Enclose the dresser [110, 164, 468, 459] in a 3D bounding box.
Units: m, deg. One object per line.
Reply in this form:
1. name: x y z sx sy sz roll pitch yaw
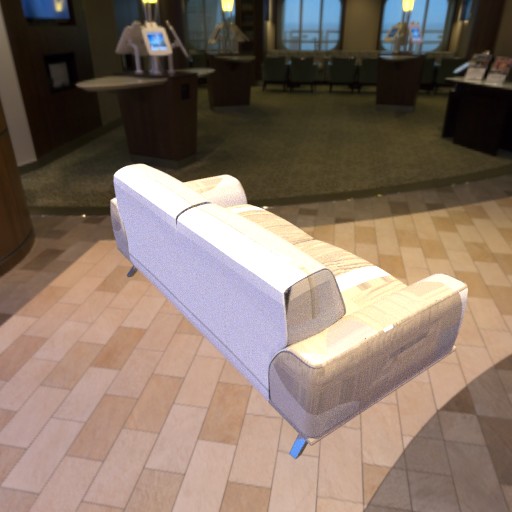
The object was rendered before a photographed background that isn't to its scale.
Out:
1. dresser: 0.000 0.000 5.796 2.251 1.863 4.679 -19 33 -31
